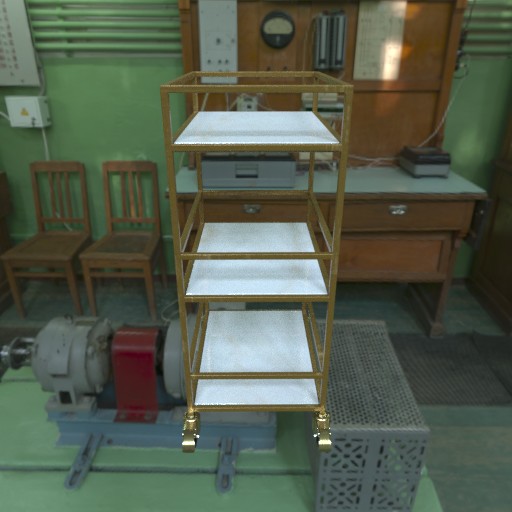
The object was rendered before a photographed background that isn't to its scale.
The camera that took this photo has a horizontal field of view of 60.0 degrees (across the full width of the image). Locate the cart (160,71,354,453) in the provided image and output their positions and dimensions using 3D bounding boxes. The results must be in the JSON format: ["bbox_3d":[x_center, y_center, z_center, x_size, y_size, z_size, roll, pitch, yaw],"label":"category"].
[{"bbox_3d":[0.000,0.000,1.018,0.332,0.761,0.483,0,25,0],"label":"cart"}]
